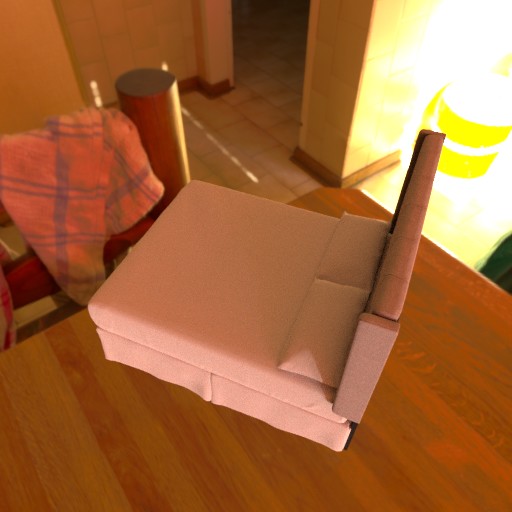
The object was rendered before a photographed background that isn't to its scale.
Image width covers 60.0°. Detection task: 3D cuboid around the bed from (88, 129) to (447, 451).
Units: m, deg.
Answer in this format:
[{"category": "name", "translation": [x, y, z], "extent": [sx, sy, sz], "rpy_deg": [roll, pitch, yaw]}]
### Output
[{"category": "bed", "translation": [0.000, 0.000, 3.297], "extent": [2.066, 1.665, 1.719], "rpy_deg": [17, 50, 15]}]
